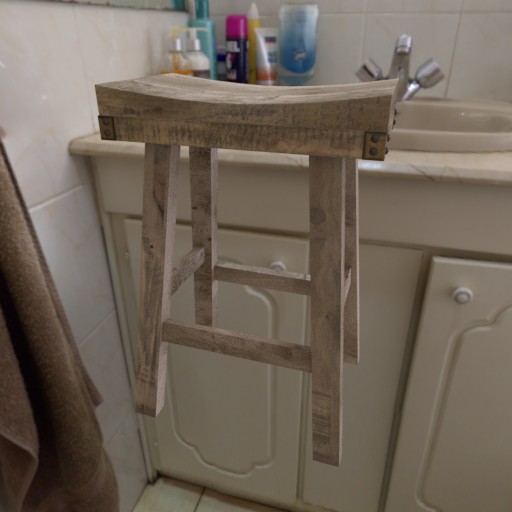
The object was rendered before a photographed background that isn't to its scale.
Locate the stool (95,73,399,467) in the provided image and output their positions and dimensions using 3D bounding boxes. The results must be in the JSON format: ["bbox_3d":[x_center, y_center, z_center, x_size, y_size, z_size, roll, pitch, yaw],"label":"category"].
[{"bbox_3d":[0.000,0.000,0.863,0.450,0.635,0.330,8,28,16],"label":"stool"}]
